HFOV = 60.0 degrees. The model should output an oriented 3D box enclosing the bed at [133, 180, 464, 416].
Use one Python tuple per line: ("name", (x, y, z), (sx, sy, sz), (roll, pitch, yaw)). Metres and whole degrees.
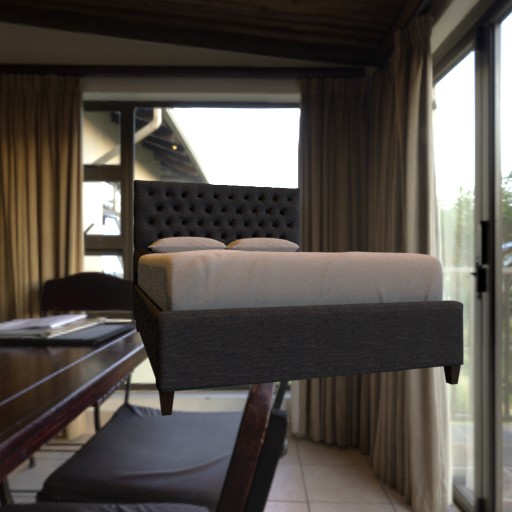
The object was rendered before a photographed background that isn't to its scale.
("bed", (0.000, 0.000, 3.330), (1.698, 1.427, 2.387), (0, 0, -18))
